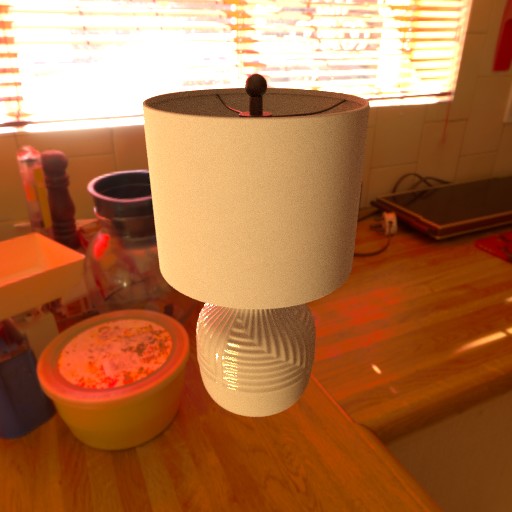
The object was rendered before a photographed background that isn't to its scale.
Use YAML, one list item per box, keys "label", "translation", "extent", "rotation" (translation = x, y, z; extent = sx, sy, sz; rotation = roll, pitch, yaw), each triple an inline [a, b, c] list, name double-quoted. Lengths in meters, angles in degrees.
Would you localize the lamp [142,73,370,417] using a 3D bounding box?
- label: "lamp"
  translation: [0.000, 0.000, 0.743]
  extent: [0.318, 0.567, 0.318]
  rotation: [0, 27, 0]
